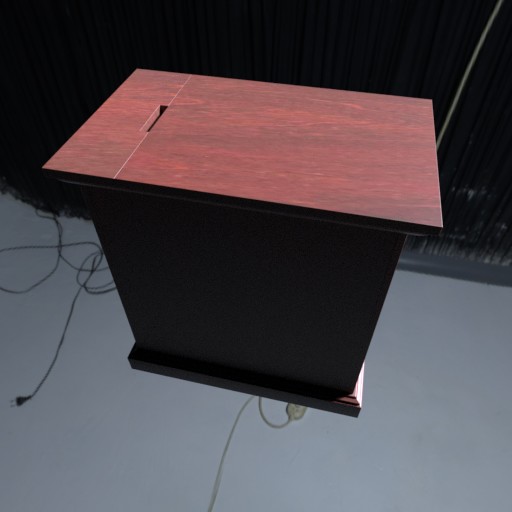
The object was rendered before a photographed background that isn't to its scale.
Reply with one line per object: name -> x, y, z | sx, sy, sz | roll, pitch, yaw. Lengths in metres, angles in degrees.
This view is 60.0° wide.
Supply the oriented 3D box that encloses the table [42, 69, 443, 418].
table -> 0.000, 0.000, 0.966 | 0.584, 0.612, 0.356 | 10, 47, 9
